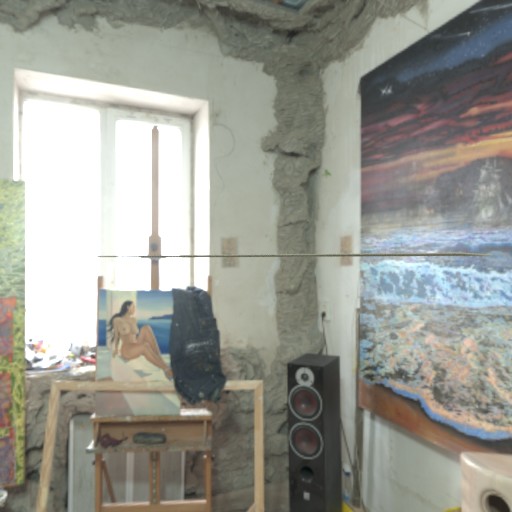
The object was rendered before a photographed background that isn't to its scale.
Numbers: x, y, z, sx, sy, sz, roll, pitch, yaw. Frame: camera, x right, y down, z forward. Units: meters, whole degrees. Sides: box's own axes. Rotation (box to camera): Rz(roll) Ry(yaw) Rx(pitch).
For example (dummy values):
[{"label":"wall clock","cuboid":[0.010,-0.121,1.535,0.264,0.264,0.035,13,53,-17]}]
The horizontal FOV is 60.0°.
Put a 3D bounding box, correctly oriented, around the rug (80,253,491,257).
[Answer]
[{"label":"rug","cuboid":[0.000,0.000,2.673,2.431,0.006,0.806,0,-1,35]}]
